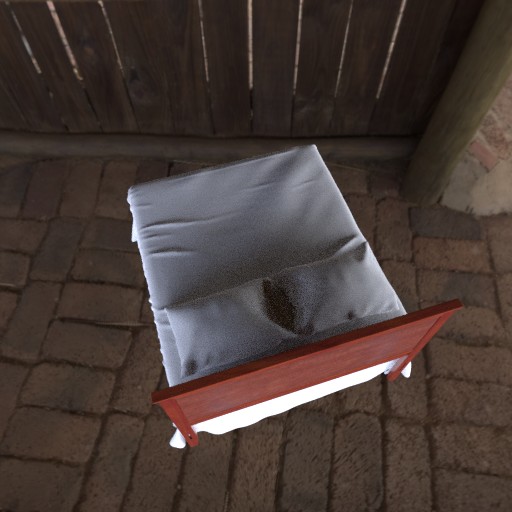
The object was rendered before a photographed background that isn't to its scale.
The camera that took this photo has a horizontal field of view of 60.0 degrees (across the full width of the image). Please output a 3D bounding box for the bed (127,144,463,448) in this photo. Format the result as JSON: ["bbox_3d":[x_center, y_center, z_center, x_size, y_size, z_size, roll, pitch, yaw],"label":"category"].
[{"bbox_3d":[0.000,0.000,3.248,1.870,1.270,2.050,-15,59,-9],"label":"bed"}]
